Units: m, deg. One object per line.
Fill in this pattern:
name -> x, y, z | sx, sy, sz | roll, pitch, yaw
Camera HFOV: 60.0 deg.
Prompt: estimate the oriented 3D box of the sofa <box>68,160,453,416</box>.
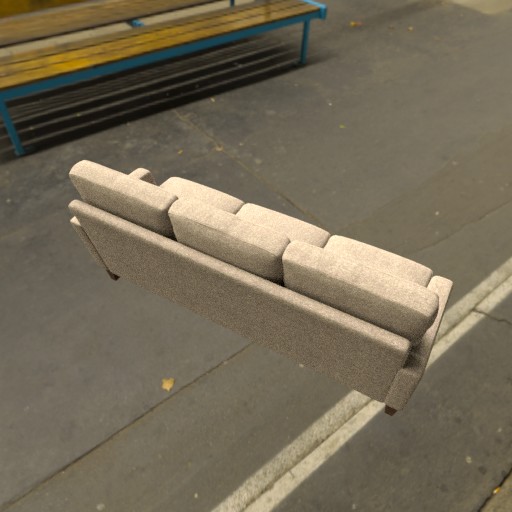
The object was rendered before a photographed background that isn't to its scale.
sofa -> 0.000, 0.000, 2.620 | 2.115, 0.984, 0.888 | 22, 49, 20
